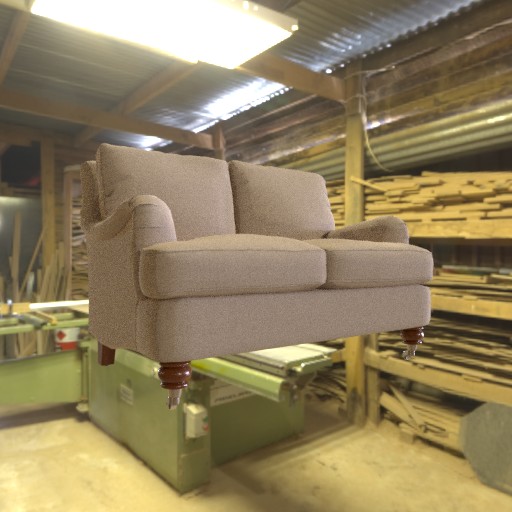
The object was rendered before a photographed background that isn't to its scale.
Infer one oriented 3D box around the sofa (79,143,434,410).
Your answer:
[{"bbox_3d":[0.000,0.000,2.205,1.508,1.048,1.087,0,0,-35],"label":"sofa"}]
